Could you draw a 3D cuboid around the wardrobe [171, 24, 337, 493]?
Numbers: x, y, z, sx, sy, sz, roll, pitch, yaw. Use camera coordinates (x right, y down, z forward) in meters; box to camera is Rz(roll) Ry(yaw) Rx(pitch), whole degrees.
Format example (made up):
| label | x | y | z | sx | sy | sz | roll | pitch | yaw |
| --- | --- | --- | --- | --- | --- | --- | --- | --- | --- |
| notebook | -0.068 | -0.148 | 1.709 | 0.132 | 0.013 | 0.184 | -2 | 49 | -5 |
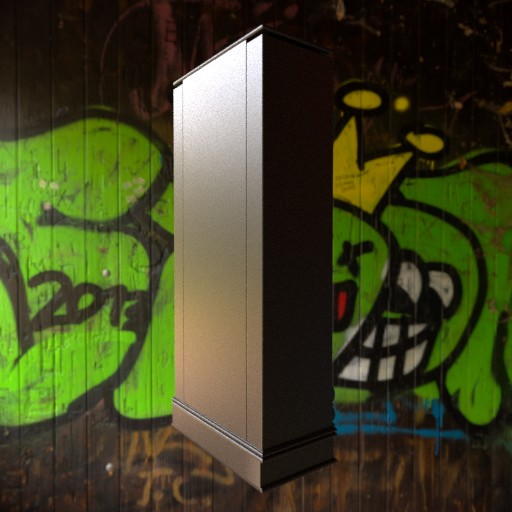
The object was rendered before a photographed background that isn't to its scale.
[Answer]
| label | x | y | z | sx | sy | sz | roll | pitch | yaw |
| --- | --- | --- | --- | --- | --- | --- | --- | --- | --- |
| wardrobe | 0.000 | 0.000 | 1.207 | 0.295 | 1.011 | 0.444 | -1 | 2 | -36 |
